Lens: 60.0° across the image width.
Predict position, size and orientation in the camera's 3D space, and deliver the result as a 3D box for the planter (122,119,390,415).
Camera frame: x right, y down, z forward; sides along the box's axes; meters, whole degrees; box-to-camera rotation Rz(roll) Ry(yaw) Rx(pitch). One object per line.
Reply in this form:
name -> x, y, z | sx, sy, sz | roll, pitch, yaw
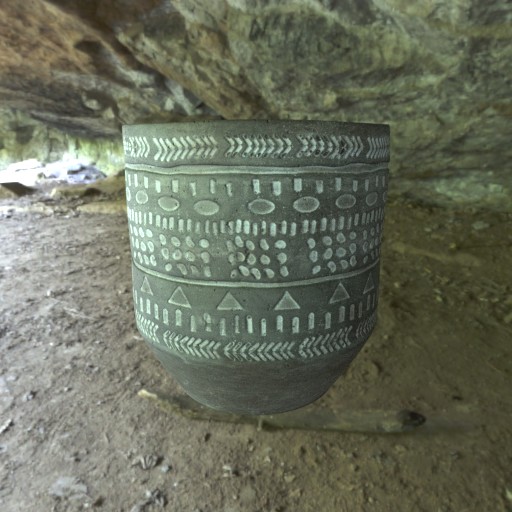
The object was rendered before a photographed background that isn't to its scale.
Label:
planter -> 0.000, 0.000, 0.261 | 0.142, 0.149, 0.142 | 0, 15, 0
